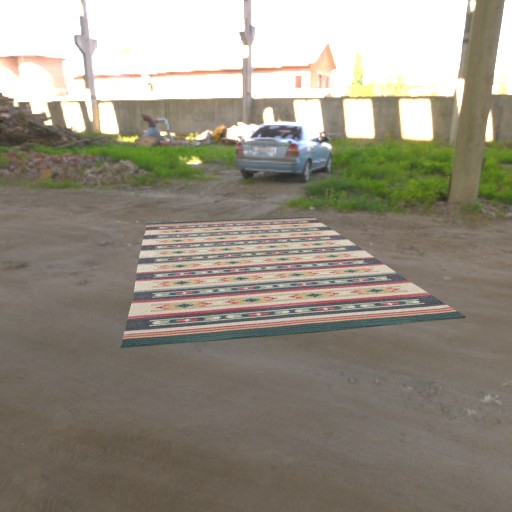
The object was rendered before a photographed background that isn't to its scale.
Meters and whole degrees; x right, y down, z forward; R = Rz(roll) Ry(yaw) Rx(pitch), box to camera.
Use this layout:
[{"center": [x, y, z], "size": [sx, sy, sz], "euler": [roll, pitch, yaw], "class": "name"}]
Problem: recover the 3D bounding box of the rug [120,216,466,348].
[{"center": [0.000, 0.000, 2.362], "size": [1.221, 0.009, 1.825], "euler": [-3, 17, -10], "class": "rug"}]
